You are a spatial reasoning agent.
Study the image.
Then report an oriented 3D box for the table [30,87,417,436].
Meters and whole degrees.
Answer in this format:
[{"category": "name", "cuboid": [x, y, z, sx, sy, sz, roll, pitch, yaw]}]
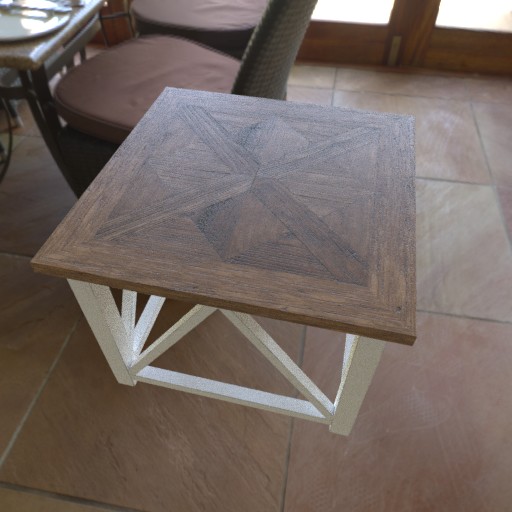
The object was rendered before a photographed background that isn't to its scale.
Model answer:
[{"category": "table", "cuboid": [0.000, 0.000, 1.195, 0.700, 0.532, 0.700, 10, 48, 9]}]
